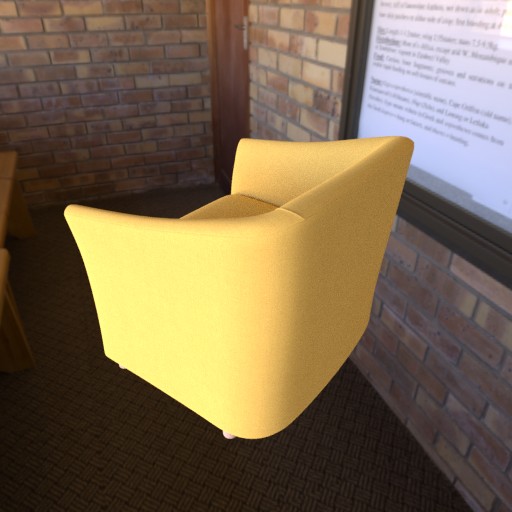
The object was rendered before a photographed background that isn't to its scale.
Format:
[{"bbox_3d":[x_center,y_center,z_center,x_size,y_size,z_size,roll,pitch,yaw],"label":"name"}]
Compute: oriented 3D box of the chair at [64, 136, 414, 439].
[{"bbox_3d":[0.000,0.000,1.368,0.700,0.720,0.790,21,37,30],"label":"chair"}]
